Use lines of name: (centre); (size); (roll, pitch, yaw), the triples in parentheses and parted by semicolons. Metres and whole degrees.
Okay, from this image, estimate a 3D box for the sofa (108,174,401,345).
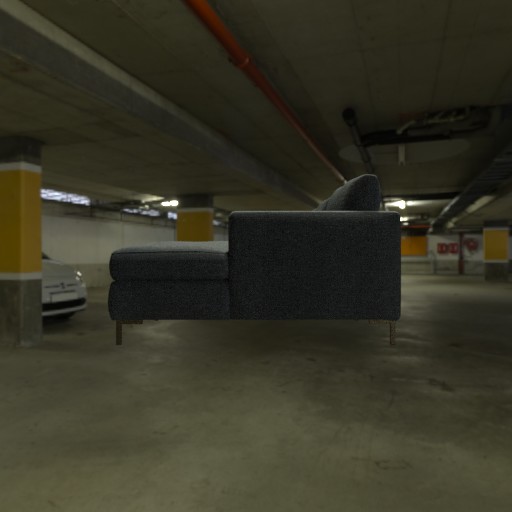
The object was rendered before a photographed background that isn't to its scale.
sofa: (0.000, 0.000, 3.452); (1.350, 0.810, 2.932); (0, 0, 0)
